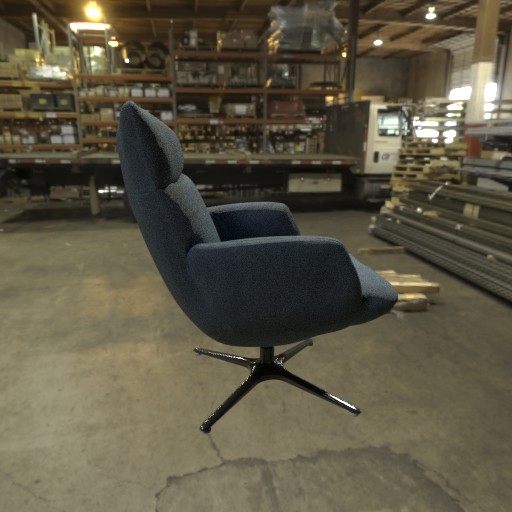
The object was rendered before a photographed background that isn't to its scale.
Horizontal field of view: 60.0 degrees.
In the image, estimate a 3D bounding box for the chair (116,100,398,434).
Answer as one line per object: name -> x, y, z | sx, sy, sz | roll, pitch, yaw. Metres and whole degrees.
chair -> 0.000, 0.000, 1.590 | 0.889, 1.016, 0.711 | -3, 16, -10
